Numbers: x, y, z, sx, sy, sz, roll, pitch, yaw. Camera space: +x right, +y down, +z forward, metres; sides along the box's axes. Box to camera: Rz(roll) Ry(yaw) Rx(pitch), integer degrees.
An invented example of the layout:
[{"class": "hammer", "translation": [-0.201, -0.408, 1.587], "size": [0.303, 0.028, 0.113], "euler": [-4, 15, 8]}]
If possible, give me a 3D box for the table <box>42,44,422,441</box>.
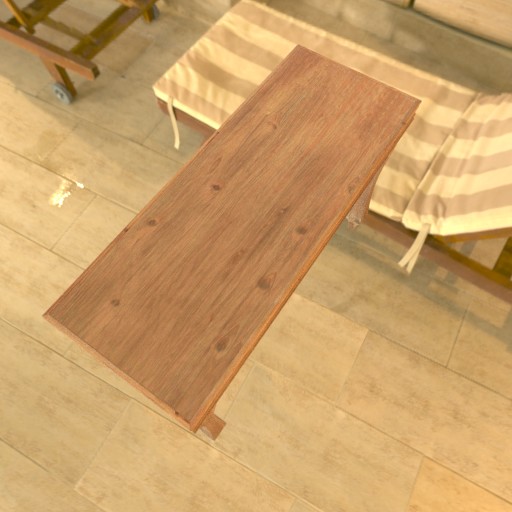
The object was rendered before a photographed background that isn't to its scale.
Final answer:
[{"class": "table", "translation": [0.000, 0.000, 1.785], "size": [0.522, 0.873, 1.330], "euler": [32, 68, 15]}]
